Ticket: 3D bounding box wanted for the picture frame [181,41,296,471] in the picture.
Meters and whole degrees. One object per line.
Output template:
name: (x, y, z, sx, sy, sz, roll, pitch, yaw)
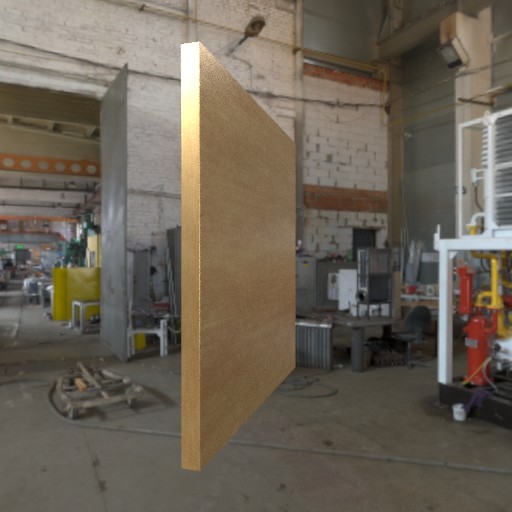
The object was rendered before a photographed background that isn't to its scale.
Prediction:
picture frame: (0.000, 0.000, 1.149, 0.037, 0.761, 0.758, 0, 0, 18)
